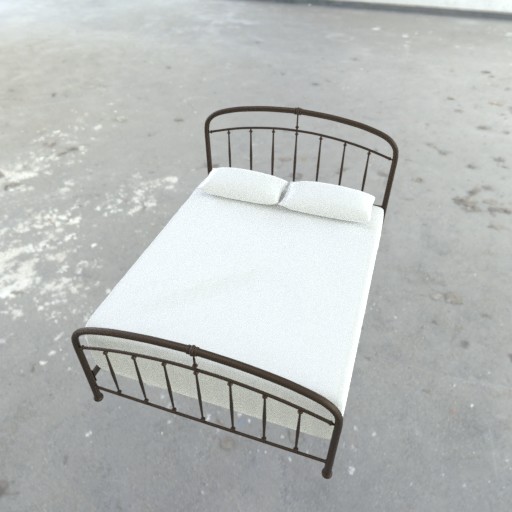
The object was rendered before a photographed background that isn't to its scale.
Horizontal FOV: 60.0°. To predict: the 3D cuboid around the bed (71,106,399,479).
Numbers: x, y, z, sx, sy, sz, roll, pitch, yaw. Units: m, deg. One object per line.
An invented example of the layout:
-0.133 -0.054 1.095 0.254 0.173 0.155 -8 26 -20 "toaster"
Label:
0.000 0.000 3.260 1.711 1.425 2.180 12 42 14 "bed"
